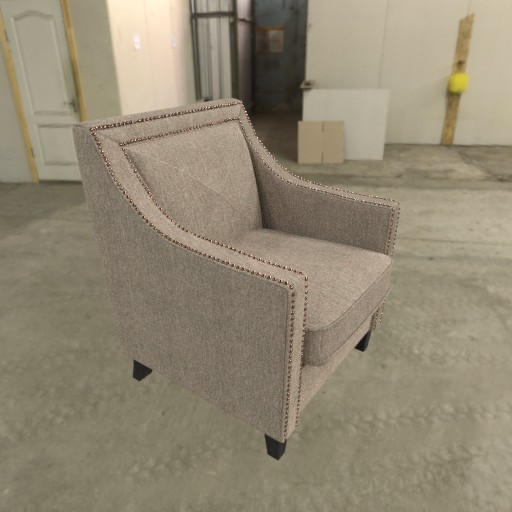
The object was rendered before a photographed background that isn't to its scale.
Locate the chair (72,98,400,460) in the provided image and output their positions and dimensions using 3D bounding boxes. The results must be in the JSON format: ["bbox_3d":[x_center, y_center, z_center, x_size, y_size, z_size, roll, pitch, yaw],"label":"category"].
[{"bbox_3d":[0.000,0.000,1.613,0.884,0.967,0.776,18,31,32],"label":"chair"}]
